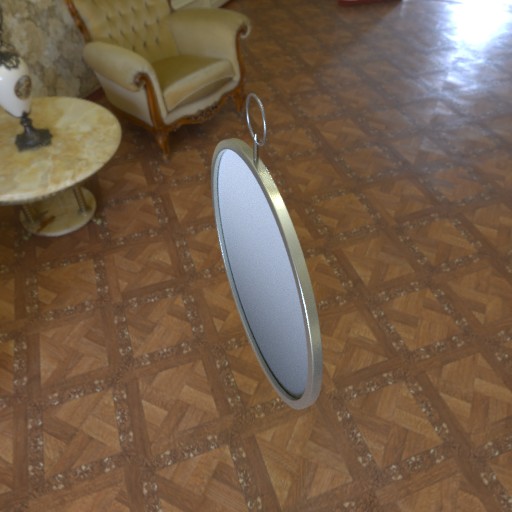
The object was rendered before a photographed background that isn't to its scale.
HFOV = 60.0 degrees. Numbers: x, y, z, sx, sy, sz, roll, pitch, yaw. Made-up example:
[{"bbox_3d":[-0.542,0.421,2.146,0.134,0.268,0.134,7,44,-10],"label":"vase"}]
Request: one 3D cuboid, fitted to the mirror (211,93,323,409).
[{"bbox_3d":[0.000,0.000,0.943,0.020,0.713,0.594,-16,48,-15],"label":"mirror"}]
